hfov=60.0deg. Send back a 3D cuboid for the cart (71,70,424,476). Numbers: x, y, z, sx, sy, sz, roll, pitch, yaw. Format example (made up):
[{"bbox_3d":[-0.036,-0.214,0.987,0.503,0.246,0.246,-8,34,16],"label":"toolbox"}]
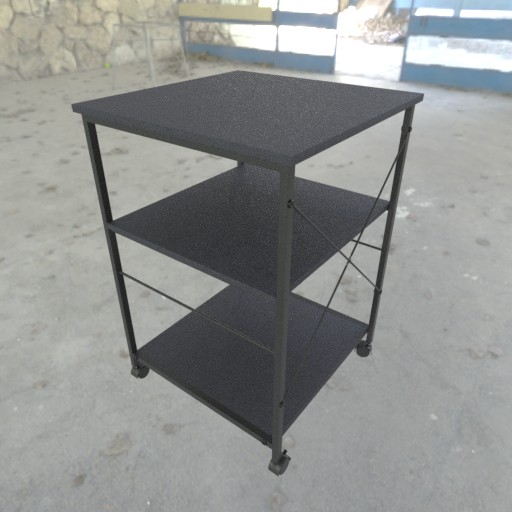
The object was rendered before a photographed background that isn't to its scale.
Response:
[{"bbox_3d":[0.000,0.000,1.114,0.520,0.762,0.521,22,37,31],"label":"cart"}]
